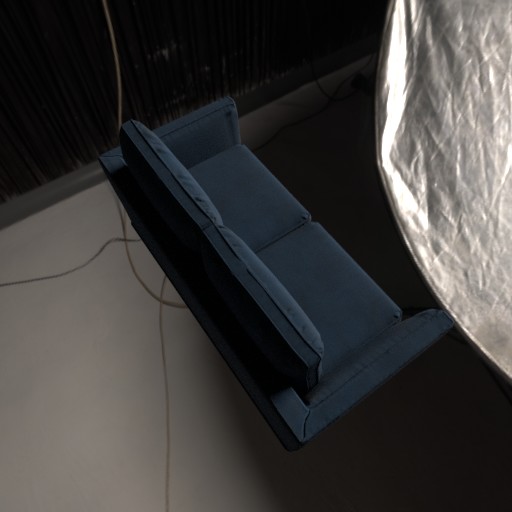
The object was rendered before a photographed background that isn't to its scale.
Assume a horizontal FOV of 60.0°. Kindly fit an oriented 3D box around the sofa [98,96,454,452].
[{"bbox_3d":[0.000,0.000,2.338,0.853,1.002,1.770,-31,64,-17],"label":"sofa"}]
